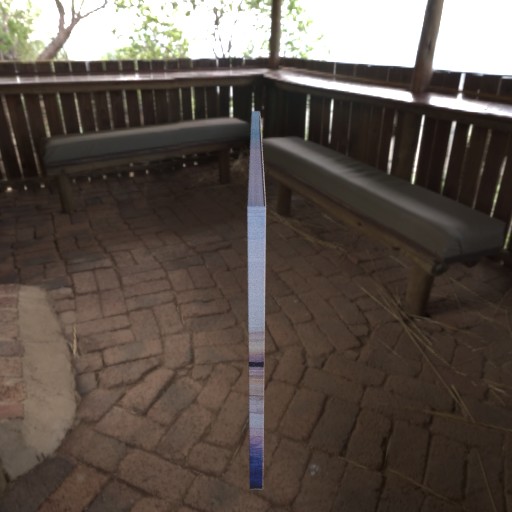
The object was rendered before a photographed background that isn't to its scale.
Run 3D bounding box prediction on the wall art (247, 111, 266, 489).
[{"bbox_3d":[0.000,0.000,1.464,0.034,0.756,1.137,0,26,0],"label":"wall art"}]
